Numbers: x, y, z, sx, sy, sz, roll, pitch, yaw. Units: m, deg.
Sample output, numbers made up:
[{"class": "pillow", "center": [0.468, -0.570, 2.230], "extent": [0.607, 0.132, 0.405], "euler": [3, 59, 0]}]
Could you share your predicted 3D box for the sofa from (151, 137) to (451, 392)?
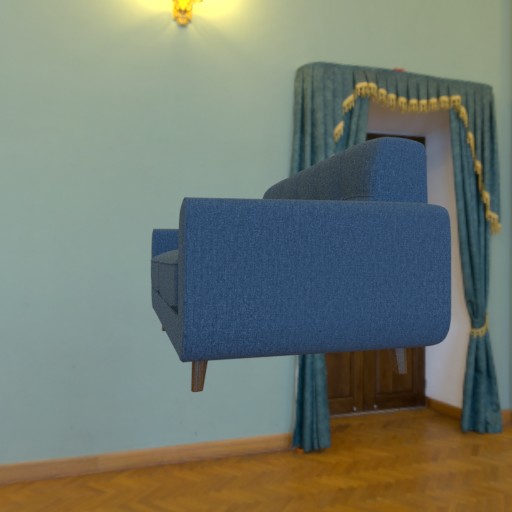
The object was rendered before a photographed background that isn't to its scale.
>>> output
[{"class": "sofa", "center": [0.000, 0.000, 2.182], "extent": [0.942, 0.896, 1.651], "euler": [0, 0, -16]}]
